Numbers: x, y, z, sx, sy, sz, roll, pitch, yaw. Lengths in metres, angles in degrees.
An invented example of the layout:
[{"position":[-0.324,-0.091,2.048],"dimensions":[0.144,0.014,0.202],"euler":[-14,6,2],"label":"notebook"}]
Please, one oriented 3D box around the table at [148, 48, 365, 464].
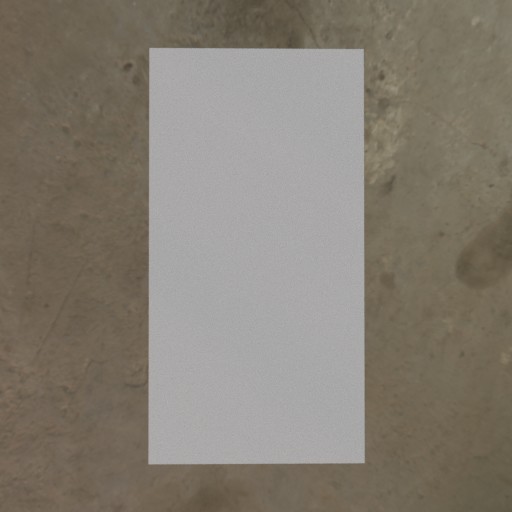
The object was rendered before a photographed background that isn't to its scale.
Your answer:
[{"position":[0.000,0.000,1.675],"dimensions":[0.700,0.470,1.350],"euler":[0,89,-1],"label":"table"}]
